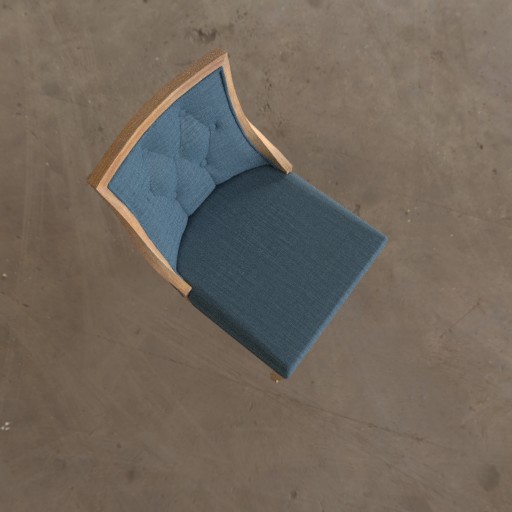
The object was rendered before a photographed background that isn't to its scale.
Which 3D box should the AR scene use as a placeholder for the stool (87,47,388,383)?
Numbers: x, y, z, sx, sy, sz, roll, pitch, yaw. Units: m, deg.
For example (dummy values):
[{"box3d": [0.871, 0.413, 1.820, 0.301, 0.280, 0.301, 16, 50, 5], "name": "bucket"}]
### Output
[{"box3d": [0.000, 0.000, 1.456, 0.626, 1.101, 0.524, 37, 77, 10], "name": "stool"}]
